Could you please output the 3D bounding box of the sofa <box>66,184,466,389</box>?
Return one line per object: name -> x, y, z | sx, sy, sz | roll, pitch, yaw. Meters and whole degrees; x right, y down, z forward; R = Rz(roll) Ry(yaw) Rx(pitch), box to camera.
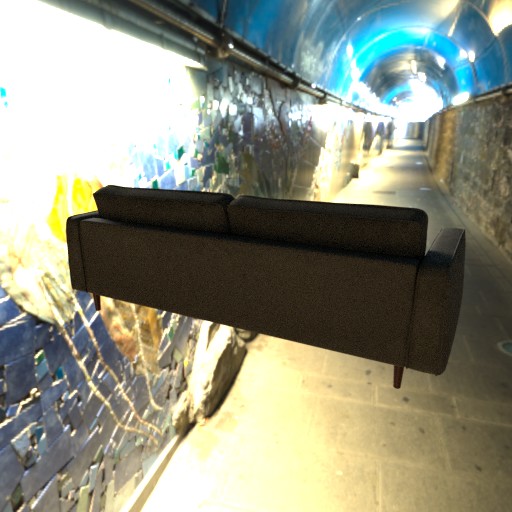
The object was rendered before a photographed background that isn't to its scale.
sofa -> 0.000, 0.000, 2.688 | 2.295, 0.813, 0.923 | 8, 18, 27
